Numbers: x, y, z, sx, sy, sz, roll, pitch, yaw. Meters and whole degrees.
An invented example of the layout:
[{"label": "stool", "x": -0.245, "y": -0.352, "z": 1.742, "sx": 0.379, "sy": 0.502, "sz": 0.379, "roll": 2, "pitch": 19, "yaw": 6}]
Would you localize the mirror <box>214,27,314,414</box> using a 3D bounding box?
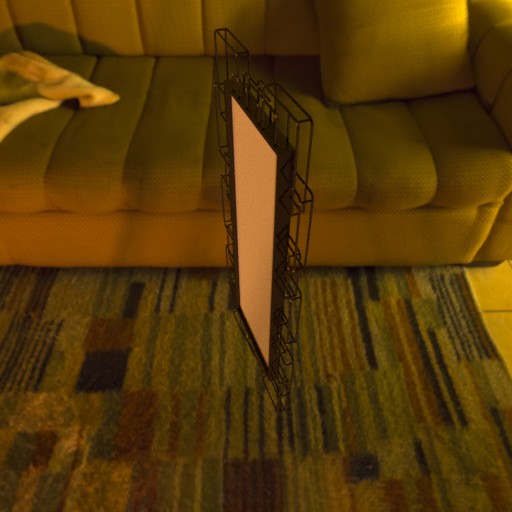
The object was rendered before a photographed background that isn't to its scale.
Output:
[{"label": "mirror", "x": 0.000, "y": 0.000, "z": 1.391, "sx": 0.037, "sy": 1.192, "sz": 0.565, "roll": -16, "pitch": 49, "yaw": -15}]
